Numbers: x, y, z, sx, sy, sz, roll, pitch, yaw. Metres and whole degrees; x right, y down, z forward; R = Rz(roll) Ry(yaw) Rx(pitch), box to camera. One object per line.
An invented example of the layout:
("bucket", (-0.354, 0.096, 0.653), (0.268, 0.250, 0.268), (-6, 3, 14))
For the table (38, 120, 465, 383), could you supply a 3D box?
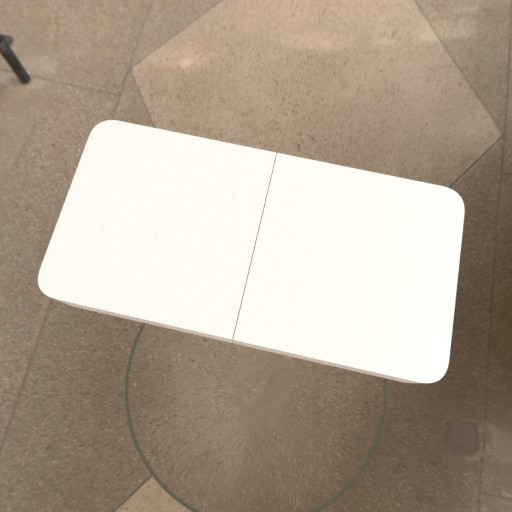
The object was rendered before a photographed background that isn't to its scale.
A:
("table", (0.000, 0.000, 1.489), (1.200, 0.340, 0.600), (12, 75, 3))
